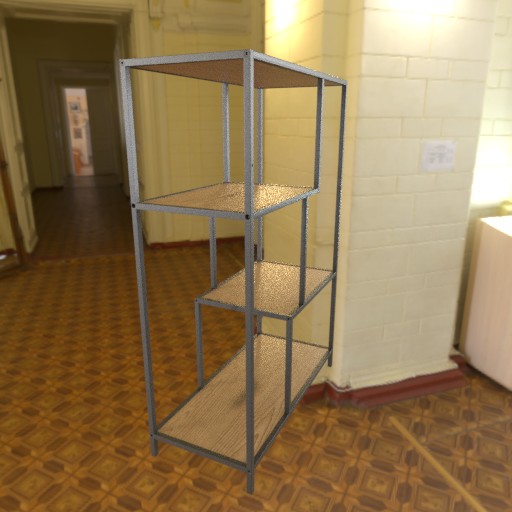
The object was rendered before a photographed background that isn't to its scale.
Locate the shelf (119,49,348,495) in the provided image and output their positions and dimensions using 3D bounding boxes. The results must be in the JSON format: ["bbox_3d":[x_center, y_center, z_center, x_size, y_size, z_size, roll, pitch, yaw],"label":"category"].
[{"bbox_3d":[0.000,0.000,1.478,0.350,1.138,0.770,8,18,25],"label":"shelf"}]
